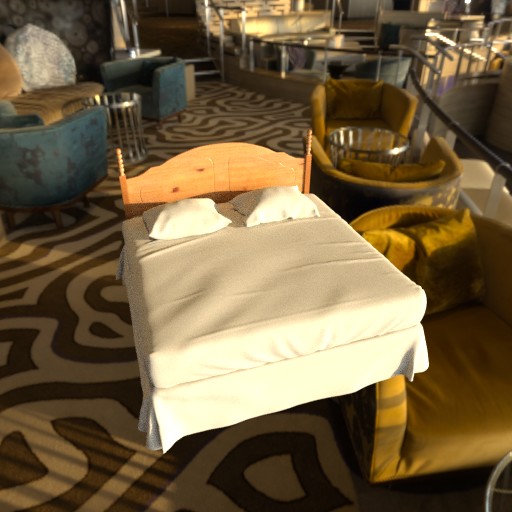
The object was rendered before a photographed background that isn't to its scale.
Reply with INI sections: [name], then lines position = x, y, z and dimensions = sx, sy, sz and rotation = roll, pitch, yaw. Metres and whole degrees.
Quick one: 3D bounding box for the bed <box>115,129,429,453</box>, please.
[bed]
position = 0.000, 0.000, 3.669
dimensions = 2.322, 1.355, 2.219
rotation = -10, 33, -16
